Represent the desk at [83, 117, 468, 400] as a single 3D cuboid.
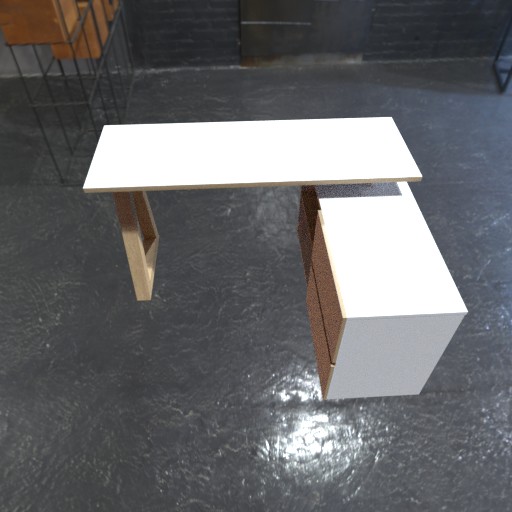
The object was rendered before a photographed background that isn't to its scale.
[{"bbox_3d":[0.000,0.000,2.061,1.404,0.755,1.098,-2,47,-2],"label":"desk"}]
